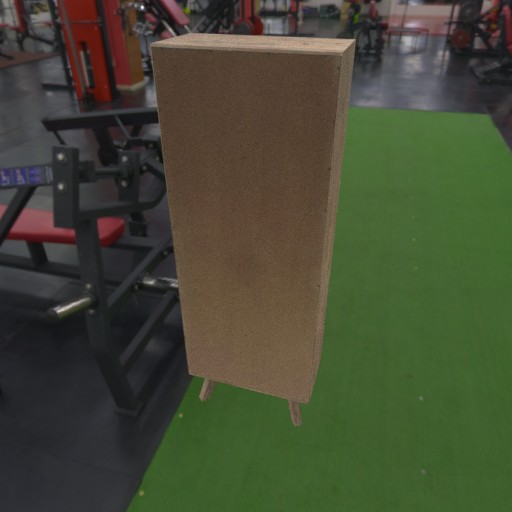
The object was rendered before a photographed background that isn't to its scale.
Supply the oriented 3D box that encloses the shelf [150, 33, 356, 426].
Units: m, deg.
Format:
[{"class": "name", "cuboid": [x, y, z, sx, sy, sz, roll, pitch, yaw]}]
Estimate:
[{"class": "shelf", "cuboid": [0.000, 0.000, 1.528, 0.491, 1.342, 0.267, 10, 34, 15]}]
